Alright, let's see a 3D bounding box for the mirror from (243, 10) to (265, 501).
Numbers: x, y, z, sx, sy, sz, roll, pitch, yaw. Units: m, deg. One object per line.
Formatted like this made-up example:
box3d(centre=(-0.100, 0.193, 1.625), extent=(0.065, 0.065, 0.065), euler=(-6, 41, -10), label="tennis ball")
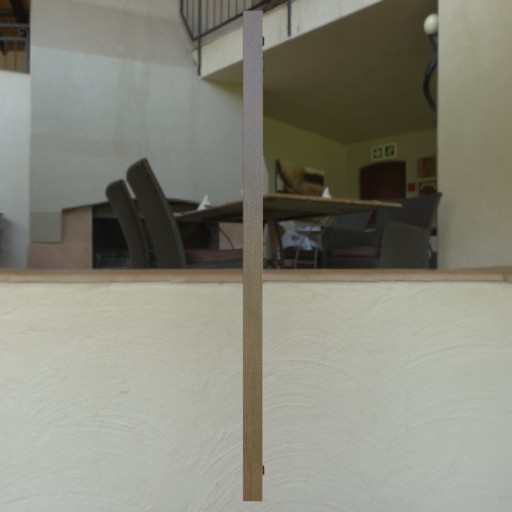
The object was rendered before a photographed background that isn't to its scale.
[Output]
box3d(centre=(0.000, 0.000, 1.130), extent=(0.041, 0.915, 0.609), euler=(0, 0, 1), label="mirror")
